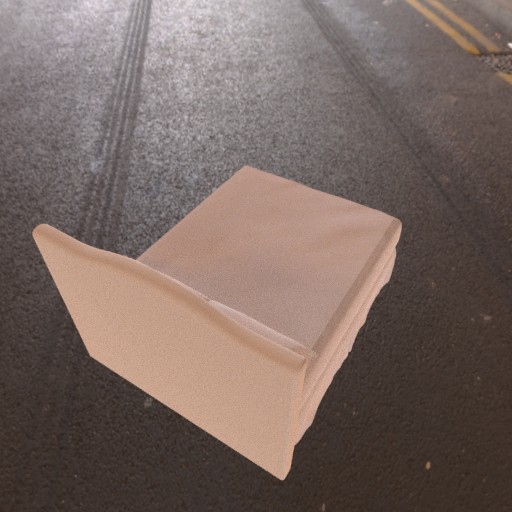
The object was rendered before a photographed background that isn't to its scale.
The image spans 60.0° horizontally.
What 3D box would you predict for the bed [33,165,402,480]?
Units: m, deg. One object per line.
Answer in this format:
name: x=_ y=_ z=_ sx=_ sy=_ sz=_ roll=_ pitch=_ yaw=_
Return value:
bed: x=0.000 y=0.000 z=3.305 sx=1.753 sy=1.460 sz=2.143 roll=24 pitch=50 yaw=22
